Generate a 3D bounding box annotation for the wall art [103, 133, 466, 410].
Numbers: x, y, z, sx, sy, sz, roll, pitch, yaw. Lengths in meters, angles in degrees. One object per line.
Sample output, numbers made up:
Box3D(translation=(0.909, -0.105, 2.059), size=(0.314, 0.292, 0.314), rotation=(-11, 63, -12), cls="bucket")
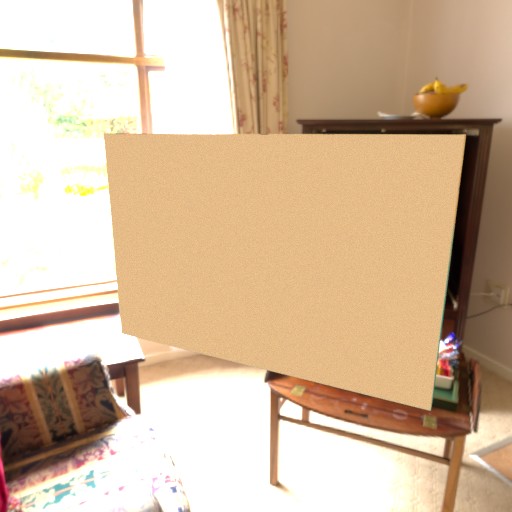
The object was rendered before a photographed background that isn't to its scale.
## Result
Box3D(translation=(0.000, 0.000, 0.763), size=(0.609, 0.406, 0.039), rotation=(8, 17, 25), cls="wall art")
